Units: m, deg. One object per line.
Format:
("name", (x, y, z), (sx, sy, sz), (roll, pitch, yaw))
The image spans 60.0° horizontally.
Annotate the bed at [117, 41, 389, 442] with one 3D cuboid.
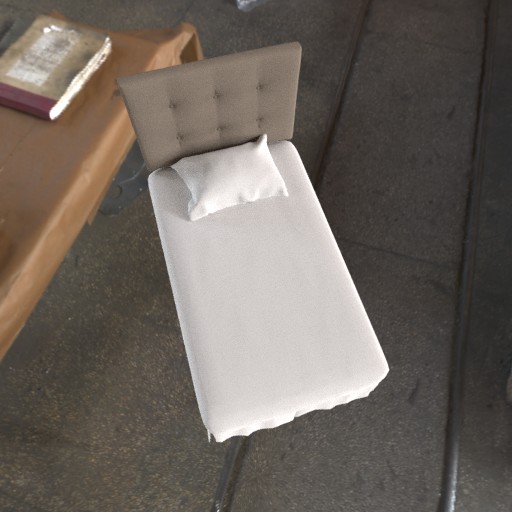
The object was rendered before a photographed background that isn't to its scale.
("bed", (0.000, 0.000, 2.950), (1.261, 1.571, 1.997), (-15, 65, -7))
